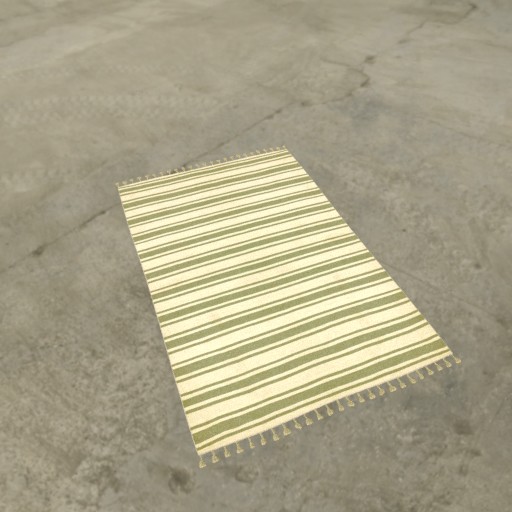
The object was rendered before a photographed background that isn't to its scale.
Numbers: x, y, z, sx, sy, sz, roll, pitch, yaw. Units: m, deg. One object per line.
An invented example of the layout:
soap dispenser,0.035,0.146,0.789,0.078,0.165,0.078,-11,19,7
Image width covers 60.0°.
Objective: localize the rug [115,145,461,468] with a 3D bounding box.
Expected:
rug,0.000,0.000,3.082,1.540,0.018,2.435,-16,48,-15
